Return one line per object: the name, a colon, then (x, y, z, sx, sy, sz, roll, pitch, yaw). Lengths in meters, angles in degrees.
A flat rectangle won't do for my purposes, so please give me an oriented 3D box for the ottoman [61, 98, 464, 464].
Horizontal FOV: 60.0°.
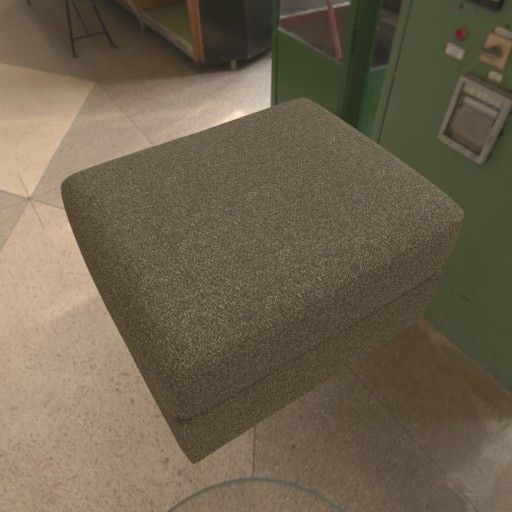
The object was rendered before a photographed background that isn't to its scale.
ottoman: (0.000, 0.000, 1.104, 0.742, 0.476, 0.598, -25, 52, -21)
